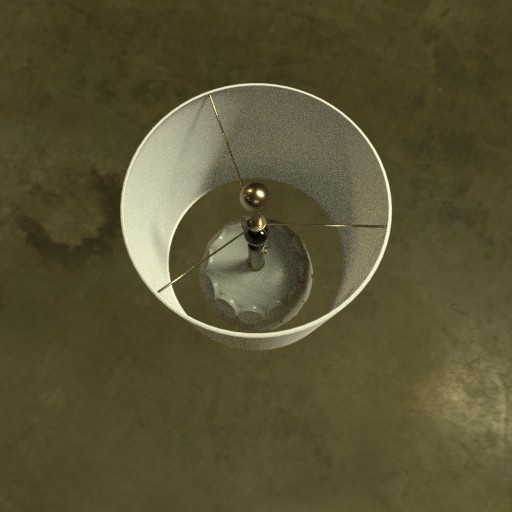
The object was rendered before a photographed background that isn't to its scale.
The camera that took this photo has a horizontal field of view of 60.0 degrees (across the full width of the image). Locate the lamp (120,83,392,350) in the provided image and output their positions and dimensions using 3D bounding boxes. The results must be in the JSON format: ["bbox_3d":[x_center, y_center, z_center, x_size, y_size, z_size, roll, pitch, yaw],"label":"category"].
[{"bbox_3d":[0.000,0.000,0.612,0.254,0.452,0.254,0,75,0],"label":"lamp"}]
